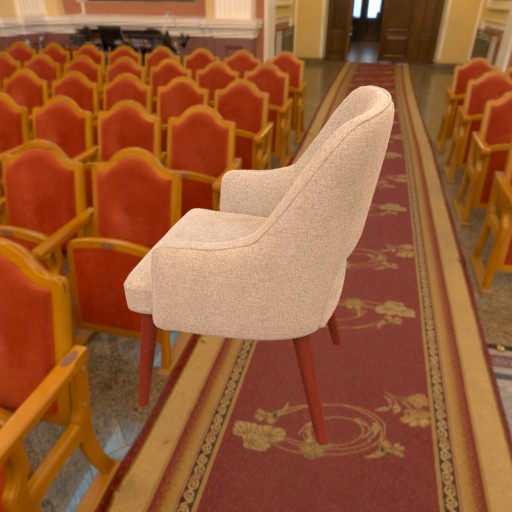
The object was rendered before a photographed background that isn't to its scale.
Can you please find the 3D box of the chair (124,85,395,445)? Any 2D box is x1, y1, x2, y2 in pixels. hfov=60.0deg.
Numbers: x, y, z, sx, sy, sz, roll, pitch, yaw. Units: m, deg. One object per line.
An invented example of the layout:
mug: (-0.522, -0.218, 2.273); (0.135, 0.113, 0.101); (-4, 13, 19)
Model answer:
chair: (0.000, 0.000, 1.199); (0.605, 0.849, 0.548); (7, 31, 13)
